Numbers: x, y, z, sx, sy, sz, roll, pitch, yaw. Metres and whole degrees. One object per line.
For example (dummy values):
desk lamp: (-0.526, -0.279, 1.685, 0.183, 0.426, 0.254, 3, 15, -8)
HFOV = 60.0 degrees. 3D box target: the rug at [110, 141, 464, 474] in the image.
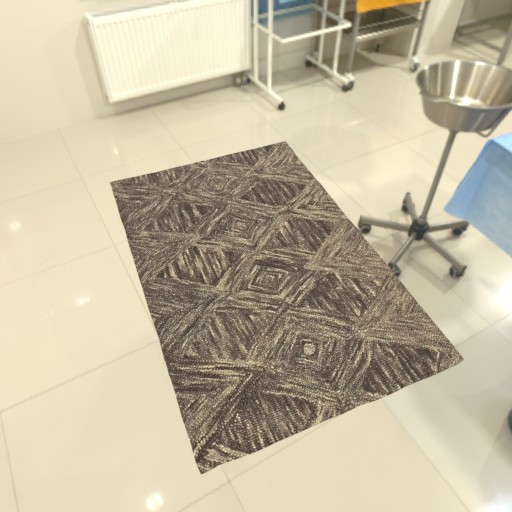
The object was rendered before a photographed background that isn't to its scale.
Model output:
rug: (0.000, 0.000, 2.299, 1.186, 0.012, 1.814, -17, 50, -15)
